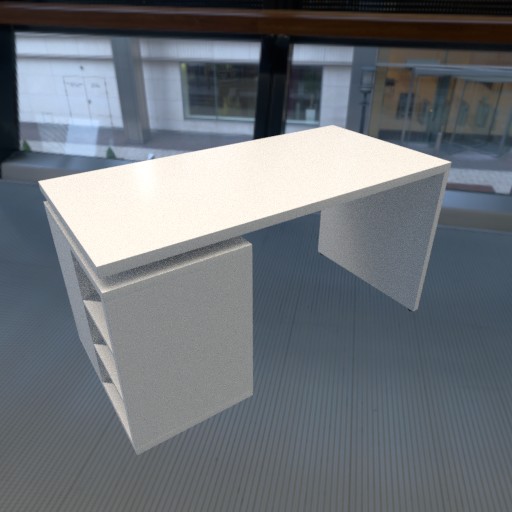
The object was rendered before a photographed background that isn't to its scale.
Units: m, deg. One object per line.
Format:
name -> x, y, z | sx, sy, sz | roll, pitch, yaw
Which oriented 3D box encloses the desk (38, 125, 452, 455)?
desk -> 0.000, 0.000, 1.851 | 1.400, 0.740, 0.690 | -19, 36, -29
